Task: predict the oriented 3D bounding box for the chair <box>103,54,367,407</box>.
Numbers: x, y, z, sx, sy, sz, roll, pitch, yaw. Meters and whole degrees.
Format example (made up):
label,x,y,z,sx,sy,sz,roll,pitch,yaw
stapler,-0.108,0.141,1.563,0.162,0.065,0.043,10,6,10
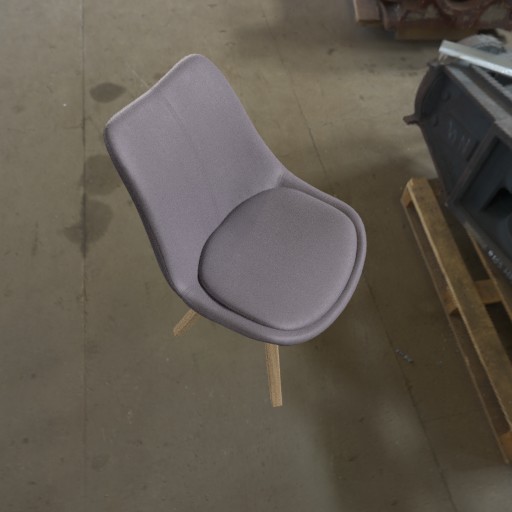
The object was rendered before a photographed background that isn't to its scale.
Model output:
label,x,y,z,sx,sy,sz,roll,pitch,yaw
chair,0.000,0.000,1.199,0.547,0.865,0.483,29,63,17
